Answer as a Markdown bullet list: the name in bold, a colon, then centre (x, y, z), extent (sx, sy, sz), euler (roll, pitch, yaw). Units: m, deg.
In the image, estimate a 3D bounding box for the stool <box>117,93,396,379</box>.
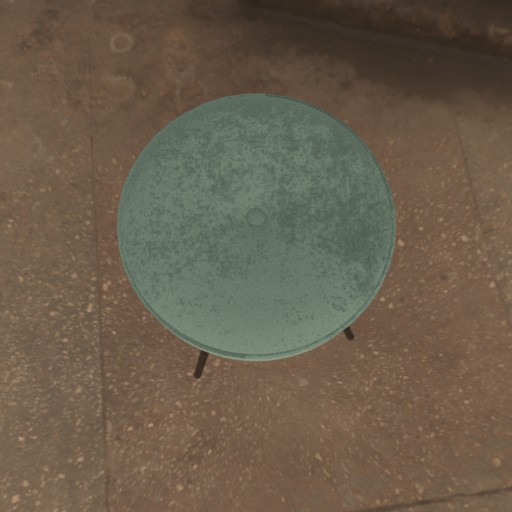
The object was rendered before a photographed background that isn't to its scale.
- **stool**: centre (0.000, 0.000, 0.879), extent (0.458, 0.519, 0.457), euler (-5, 76, -1)
